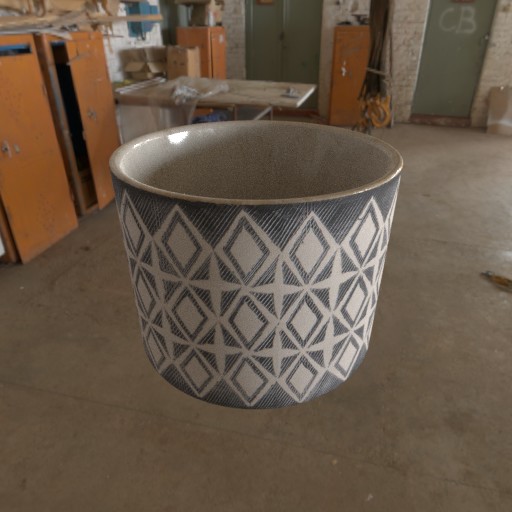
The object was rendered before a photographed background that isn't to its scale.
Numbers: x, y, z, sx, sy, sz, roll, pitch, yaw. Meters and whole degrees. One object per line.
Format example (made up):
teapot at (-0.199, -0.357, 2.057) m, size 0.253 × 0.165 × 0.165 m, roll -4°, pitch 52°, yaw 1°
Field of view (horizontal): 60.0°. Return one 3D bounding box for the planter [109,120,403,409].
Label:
planter at (0.000, 0.000, 0.340) m, size 0.192 × 0.165 × 0.192 m, roll 0°, pitch 29°, yaw 0°
